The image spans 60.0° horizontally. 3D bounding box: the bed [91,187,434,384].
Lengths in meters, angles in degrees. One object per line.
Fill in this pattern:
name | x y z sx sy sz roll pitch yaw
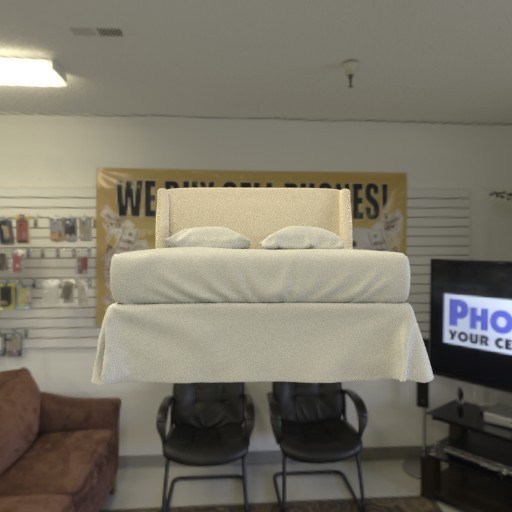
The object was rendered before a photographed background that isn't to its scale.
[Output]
bed | 0.000 0.000 3.396 1.925 1.332 2.276 0 1 -1
